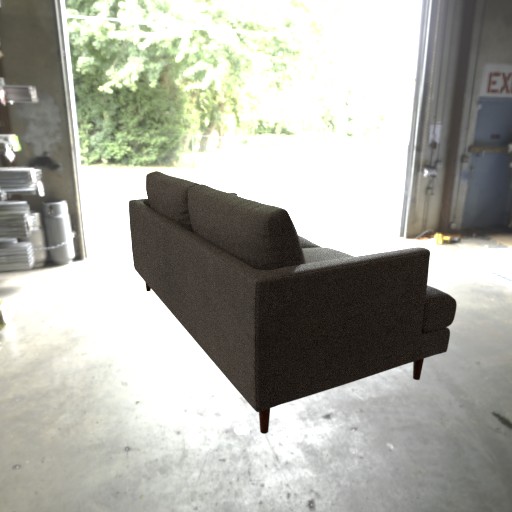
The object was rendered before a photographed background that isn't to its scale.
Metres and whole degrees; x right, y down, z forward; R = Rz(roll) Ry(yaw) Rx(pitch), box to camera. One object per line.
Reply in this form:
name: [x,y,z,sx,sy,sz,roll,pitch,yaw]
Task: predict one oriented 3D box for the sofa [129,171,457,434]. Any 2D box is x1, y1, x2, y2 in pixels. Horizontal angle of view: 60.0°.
sofa: [0.000,0.000,2.558,1.020,0.868,1.948,-8,18,-26]
